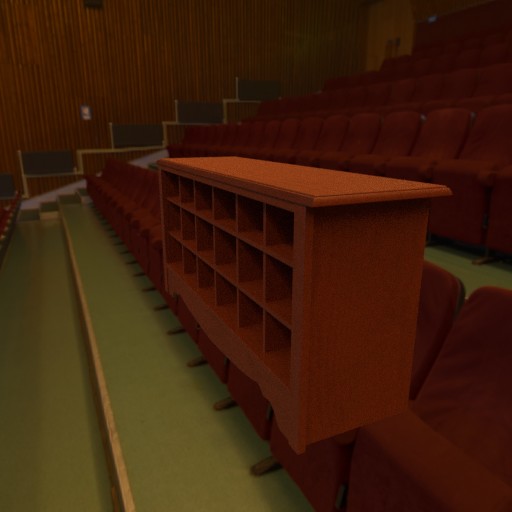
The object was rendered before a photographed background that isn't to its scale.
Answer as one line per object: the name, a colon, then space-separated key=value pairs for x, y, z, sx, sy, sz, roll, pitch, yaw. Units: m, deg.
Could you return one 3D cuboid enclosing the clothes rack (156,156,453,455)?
clothes rack: x=0.000 y=0.000 z=1.520 sx=0.362 sy=0.594 sz=1.251 roll=-7 pitch=18 yaw=-24
